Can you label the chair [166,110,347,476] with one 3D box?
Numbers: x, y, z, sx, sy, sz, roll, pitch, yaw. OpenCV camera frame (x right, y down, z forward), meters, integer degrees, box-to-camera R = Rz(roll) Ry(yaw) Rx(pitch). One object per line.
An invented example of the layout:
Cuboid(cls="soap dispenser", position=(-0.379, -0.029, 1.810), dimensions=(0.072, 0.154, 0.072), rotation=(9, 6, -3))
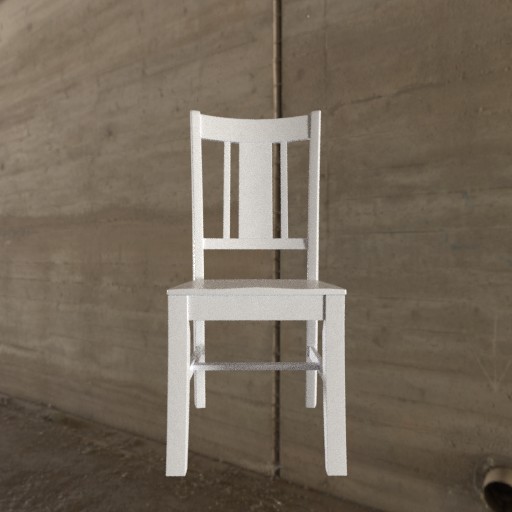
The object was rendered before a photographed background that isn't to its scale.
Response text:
Cuboid(cls="chair", position=(0.000, 0.000, 1.272), dimensions=(0.450, 0.998, 0.555), rotation=(0, 0, 0))
